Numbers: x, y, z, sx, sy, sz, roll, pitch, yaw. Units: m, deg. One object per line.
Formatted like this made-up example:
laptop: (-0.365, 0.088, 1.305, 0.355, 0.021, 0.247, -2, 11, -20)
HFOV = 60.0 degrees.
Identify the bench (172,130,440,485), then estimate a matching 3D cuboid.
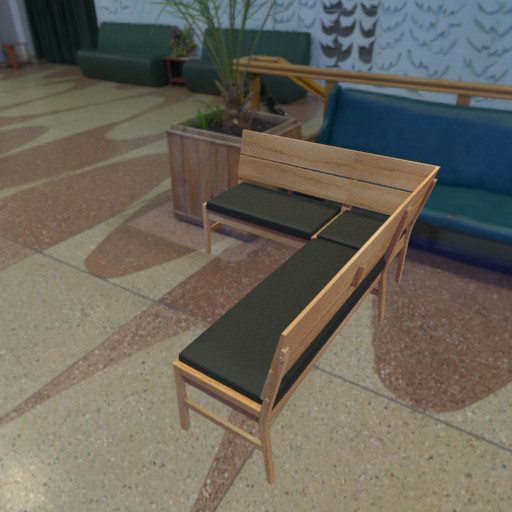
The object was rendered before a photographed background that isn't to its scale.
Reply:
bench: (0.000, 0.000, 2.763, 1.548, 0.890, 1.948, 19, 36, 28)
